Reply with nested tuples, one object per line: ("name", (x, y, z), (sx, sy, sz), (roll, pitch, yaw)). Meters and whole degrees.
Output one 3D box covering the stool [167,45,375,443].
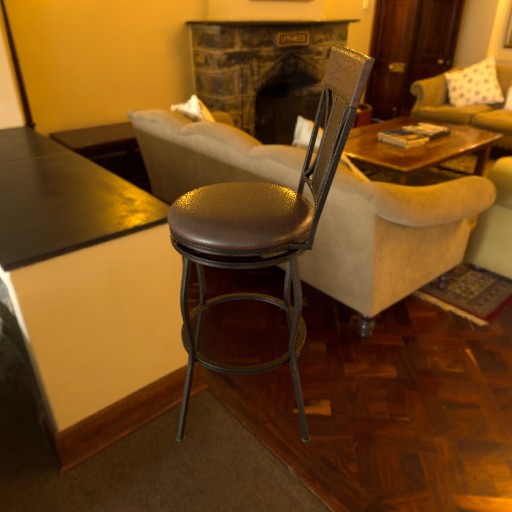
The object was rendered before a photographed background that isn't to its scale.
("stool", (0.000, 0.000, 1.340), (0.513, 1.130, 0.448), (0, 29, 0))
